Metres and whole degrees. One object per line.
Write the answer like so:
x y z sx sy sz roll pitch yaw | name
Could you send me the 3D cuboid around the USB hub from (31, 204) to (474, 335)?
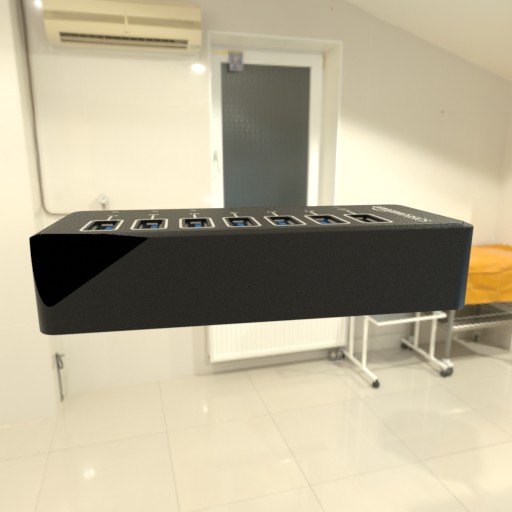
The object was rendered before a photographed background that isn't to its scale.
0.000 0.000 0.128 0.110 0.023 0.044 -2 14 -9 | USB hub
